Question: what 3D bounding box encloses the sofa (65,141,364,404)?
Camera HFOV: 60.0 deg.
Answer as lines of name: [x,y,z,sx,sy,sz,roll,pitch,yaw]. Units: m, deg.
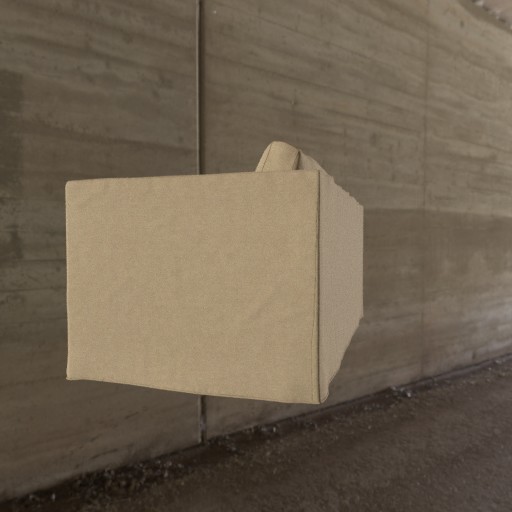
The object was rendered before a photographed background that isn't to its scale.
sofa: [0.000,0.000,2.253,0.962,0.835,1.719,1,2,18]
